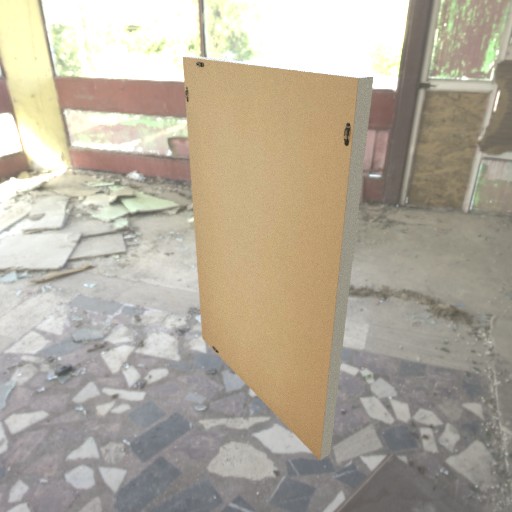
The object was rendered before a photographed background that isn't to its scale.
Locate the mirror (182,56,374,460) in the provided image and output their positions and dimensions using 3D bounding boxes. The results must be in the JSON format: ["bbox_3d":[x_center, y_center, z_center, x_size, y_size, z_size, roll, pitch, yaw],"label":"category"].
[{"bbox_3d":[0.000,0.000,1.149,0.041,0.914,0.609,-18,33,-31],"label":"mirror"}]
